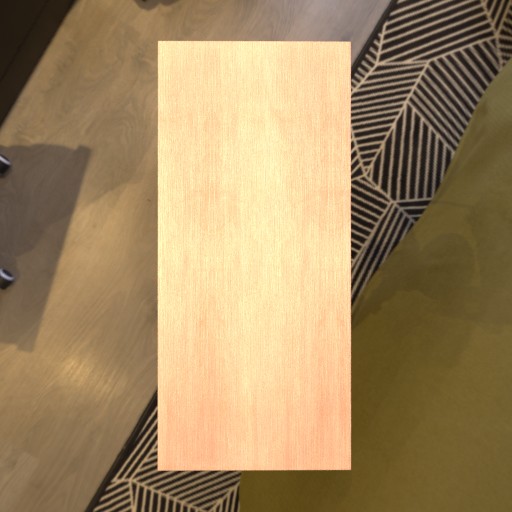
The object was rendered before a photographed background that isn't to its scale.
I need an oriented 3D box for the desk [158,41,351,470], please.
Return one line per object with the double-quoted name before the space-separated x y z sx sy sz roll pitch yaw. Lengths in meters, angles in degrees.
"desk" 0.000 0.000 1.431 0.470 0.762 1.016 0 90 0
